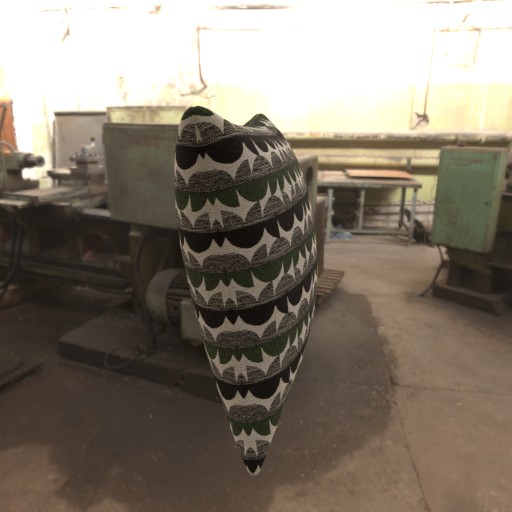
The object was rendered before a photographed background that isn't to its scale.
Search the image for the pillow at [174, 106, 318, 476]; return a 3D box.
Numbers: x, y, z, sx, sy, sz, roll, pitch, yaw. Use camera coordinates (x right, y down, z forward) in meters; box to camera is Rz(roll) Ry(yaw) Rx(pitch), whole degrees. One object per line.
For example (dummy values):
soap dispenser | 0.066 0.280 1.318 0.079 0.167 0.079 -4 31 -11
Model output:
pillow | 0.000 0.000 0.646 0.180 0.404 0.419 3 17 9
